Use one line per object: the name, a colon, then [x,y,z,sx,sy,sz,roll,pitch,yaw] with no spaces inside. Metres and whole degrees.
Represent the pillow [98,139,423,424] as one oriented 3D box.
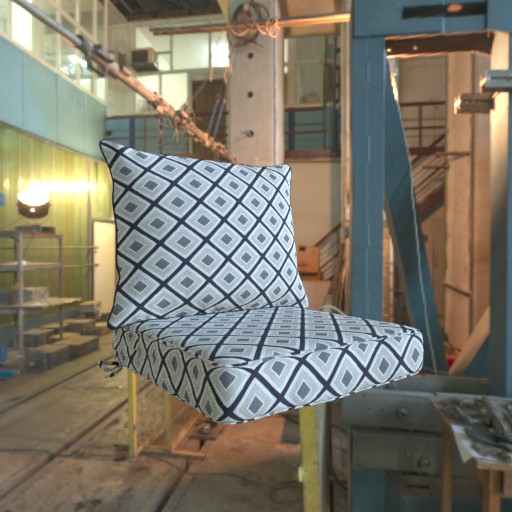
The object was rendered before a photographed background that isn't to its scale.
pillow: [0.000,0.000,1.349,0.798,0.722,0.733,-1,1,-36]
